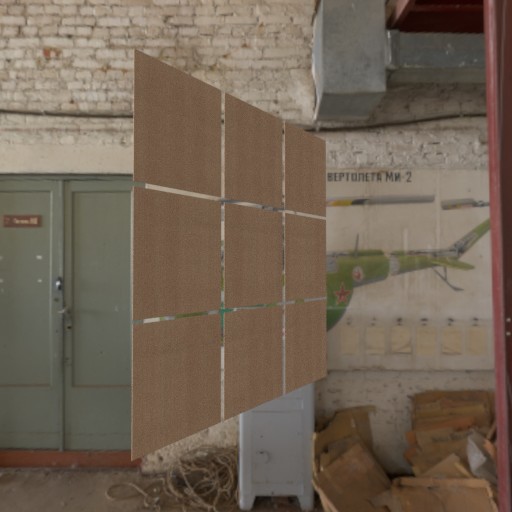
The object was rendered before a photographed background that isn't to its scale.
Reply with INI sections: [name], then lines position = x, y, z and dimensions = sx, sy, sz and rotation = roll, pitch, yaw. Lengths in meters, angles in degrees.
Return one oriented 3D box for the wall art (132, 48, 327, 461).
[wall art]
position = 0.000, 0.000, 2.227
dimensions = 0.002, 1.505, 1.517
rotation = -1, -1, 36
